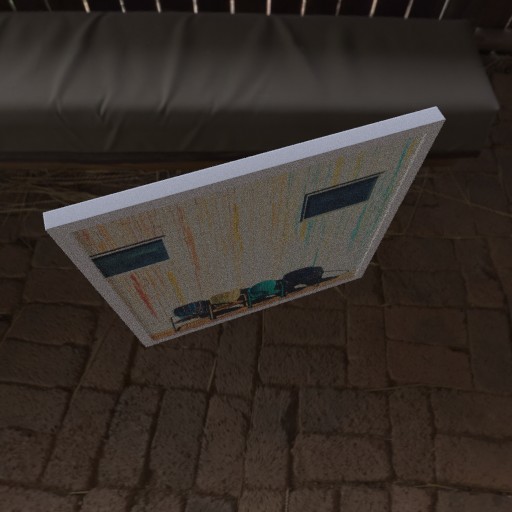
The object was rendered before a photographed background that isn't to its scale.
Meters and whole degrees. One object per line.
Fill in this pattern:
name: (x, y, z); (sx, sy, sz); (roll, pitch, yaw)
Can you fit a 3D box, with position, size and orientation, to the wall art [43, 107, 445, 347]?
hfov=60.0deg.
wall art: (0.000, 0.000, 1.148); (0.760, 0.760, 0.036); (-17, 65, -8)
